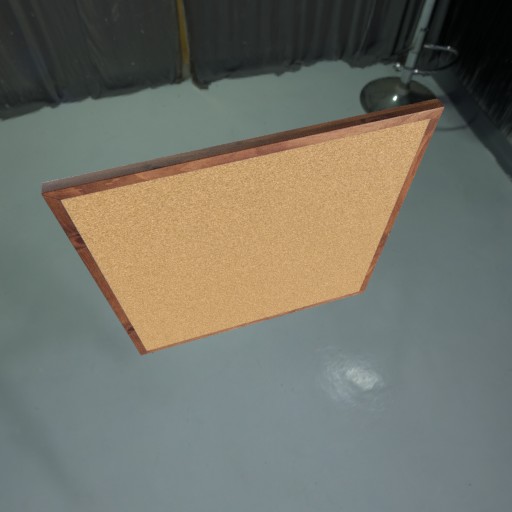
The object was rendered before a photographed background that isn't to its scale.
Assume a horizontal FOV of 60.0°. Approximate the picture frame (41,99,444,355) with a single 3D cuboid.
[{"bbox_3d":[0.000,0.000,1.204,0.810,0.817,0.029,-14,58,-9],"label":"picture frame"}]
